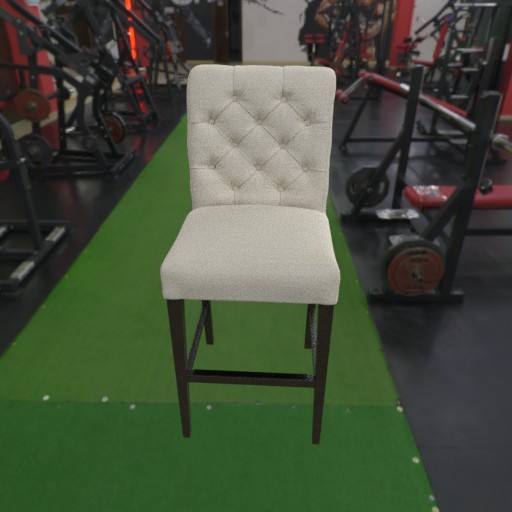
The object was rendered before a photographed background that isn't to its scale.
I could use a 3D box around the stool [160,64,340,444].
[{"bbox_3d":[0.000,0.000,1.475,0.482,1.118,0.610,2,30,3],"label":"stool"}]
